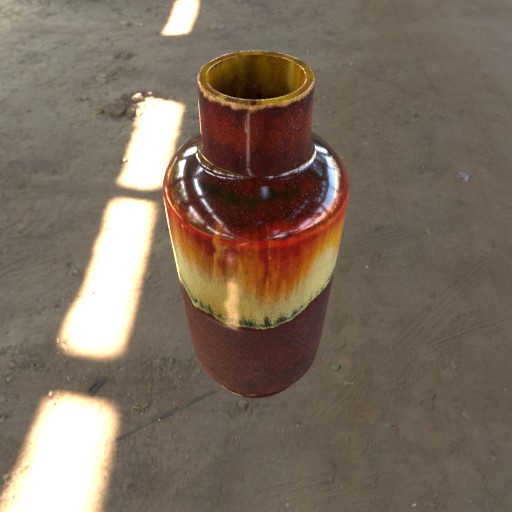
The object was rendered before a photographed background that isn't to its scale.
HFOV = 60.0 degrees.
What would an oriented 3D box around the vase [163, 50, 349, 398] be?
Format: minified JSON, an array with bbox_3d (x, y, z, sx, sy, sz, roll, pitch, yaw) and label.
[{"bbox_3d":[0.000,0.000,0.311,0.111,0.261,0.111,0,47,0],"label":"vase"}]
